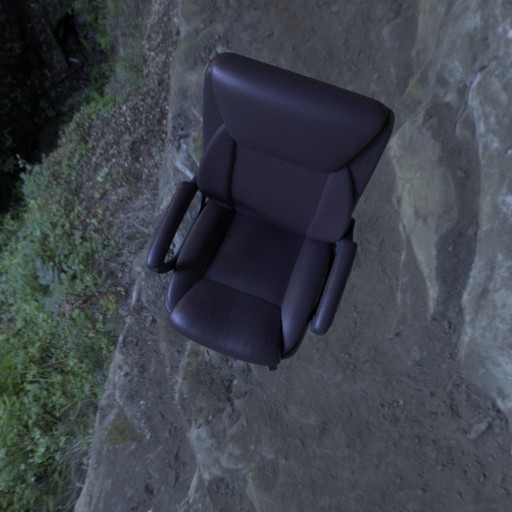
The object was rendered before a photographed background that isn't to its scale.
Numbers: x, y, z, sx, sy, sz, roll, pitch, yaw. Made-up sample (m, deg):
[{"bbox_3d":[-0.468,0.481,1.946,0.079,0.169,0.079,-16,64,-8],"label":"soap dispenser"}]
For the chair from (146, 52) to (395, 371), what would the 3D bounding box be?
[{"bbox_3d":[0.000,0.000,1.439,0.615,1.072,0.655,20,76,5],"label":"chair"}]
